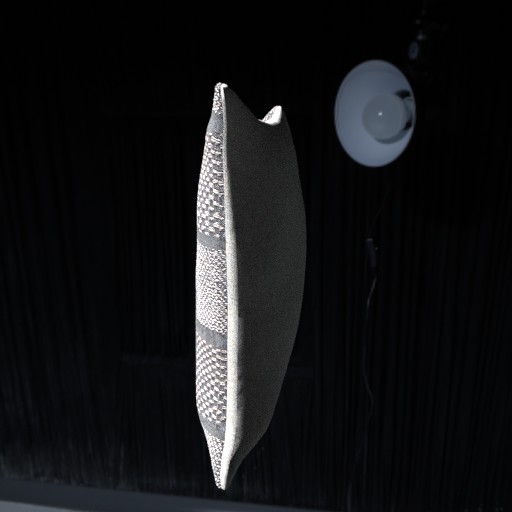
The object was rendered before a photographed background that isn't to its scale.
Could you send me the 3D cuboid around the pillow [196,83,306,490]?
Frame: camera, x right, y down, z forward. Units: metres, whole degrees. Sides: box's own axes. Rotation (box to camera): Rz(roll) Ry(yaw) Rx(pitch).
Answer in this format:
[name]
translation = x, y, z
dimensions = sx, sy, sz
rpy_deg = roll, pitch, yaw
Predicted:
[pillow]
translation = 0.000, 0.000, 0.642
dimensions = 0.138, 0.432, 0.435
rpy_deg = 3, 16, 9
